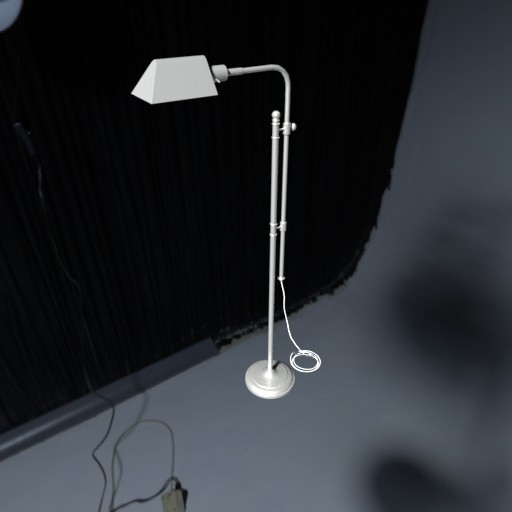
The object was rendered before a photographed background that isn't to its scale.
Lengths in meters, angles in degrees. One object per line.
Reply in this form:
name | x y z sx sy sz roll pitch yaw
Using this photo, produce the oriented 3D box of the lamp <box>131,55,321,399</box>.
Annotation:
lamp | 0.000 0.000 1.857 0.813 1.571 0.256 -19 37 -28
